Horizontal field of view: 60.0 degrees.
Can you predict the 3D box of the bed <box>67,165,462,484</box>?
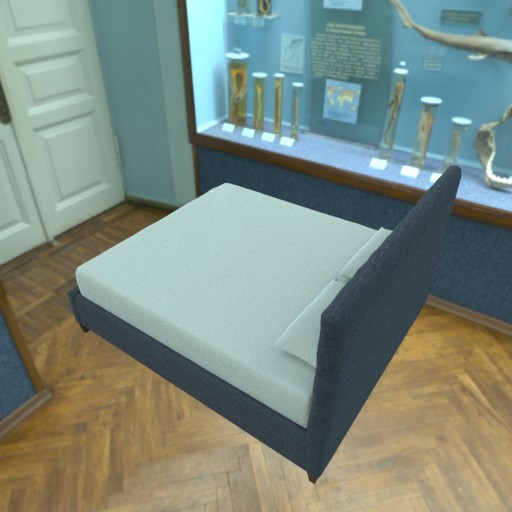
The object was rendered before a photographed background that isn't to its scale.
[{"bbox_3d":[0.000,0.000,3.598,2.387,1.427,2.078,22,41,28],"label":"bed"}]
